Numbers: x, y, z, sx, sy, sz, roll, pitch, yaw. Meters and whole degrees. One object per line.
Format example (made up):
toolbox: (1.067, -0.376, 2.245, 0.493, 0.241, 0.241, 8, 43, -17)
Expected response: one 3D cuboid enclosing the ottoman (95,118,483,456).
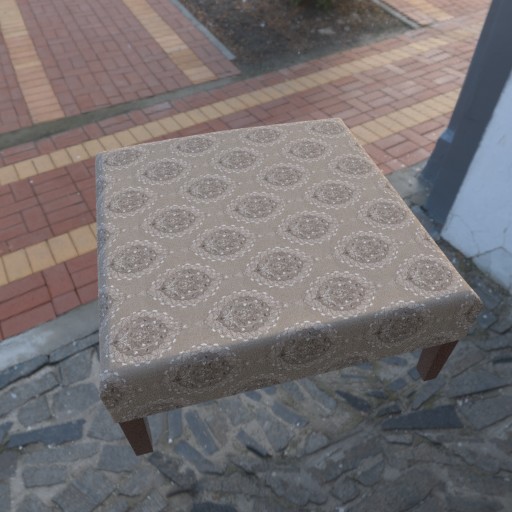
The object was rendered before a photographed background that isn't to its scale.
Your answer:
ottoman: (0.000, 0.000, 1.373, 0.890, 0.411, 0.889, -11, 48, -10)
